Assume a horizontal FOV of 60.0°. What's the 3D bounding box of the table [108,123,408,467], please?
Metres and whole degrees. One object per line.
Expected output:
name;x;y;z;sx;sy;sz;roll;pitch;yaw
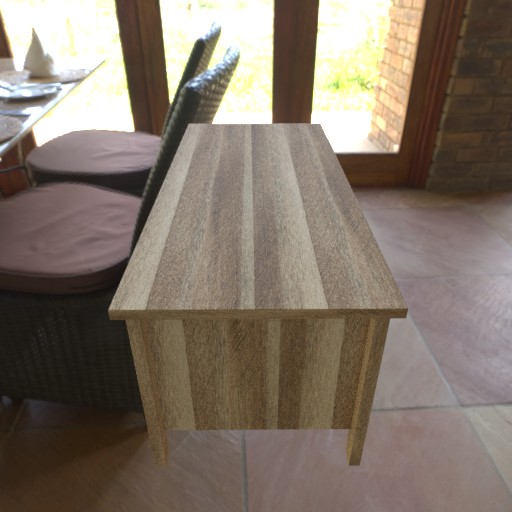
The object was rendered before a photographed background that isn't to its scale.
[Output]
table;0.000;0.000;1.317;0.493;0.480;1.095;0;32;0
